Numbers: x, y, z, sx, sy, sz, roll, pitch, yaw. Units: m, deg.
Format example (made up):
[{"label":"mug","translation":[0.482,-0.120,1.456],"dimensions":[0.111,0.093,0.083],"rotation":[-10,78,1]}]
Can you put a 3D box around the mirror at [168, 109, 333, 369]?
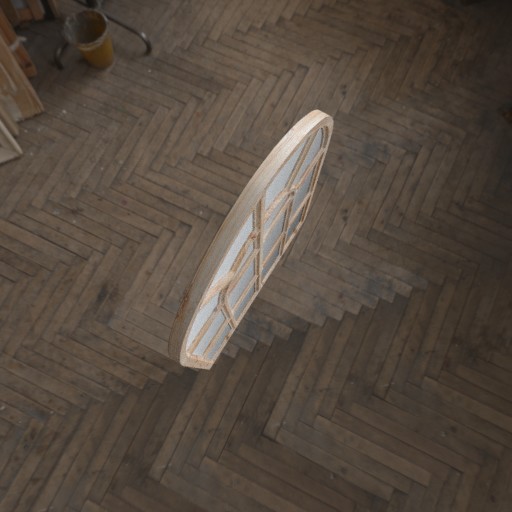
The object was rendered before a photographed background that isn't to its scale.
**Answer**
[{"label":"mirror","translation":[0.000,0.000,1.184],"dimensions":[0.032,0.920,0.660],"rotation":[31,77,8]}]
